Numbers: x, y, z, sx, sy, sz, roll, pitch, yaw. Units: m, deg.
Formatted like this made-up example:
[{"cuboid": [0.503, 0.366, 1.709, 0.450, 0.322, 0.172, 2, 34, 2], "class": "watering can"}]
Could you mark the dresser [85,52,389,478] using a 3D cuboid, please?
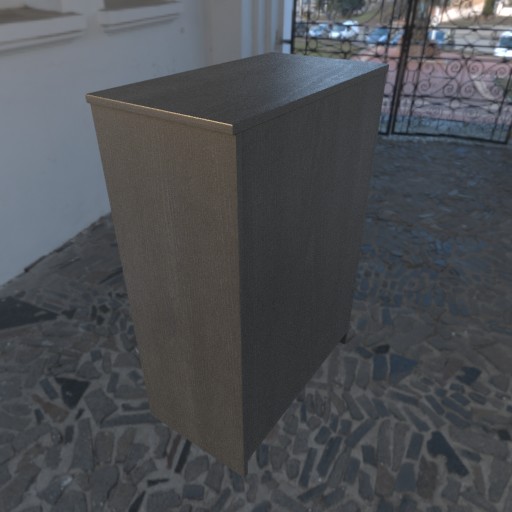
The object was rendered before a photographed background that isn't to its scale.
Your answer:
[{"cuboid": [0.000, 0.000, 1.336, 0.398, 1.020, 0.700, 21, 38, 29], "class": "dresser"}]
